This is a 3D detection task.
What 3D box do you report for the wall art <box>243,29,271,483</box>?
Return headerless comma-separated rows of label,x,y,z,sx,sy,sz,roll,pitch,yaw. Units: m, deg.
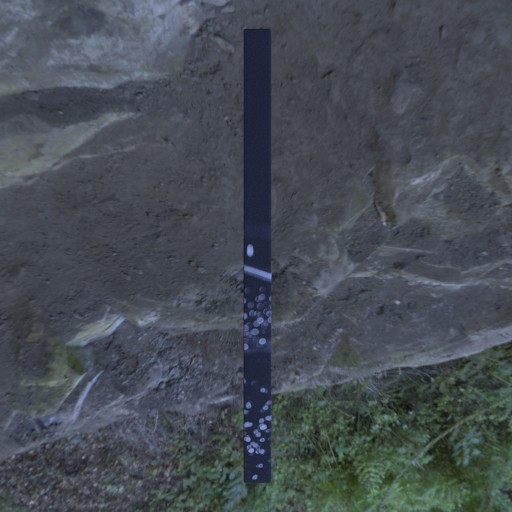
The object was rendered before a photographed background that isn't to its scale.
wall art,0.000,0.000,0.795,0.037,0.406,0.609,0,90,-1
